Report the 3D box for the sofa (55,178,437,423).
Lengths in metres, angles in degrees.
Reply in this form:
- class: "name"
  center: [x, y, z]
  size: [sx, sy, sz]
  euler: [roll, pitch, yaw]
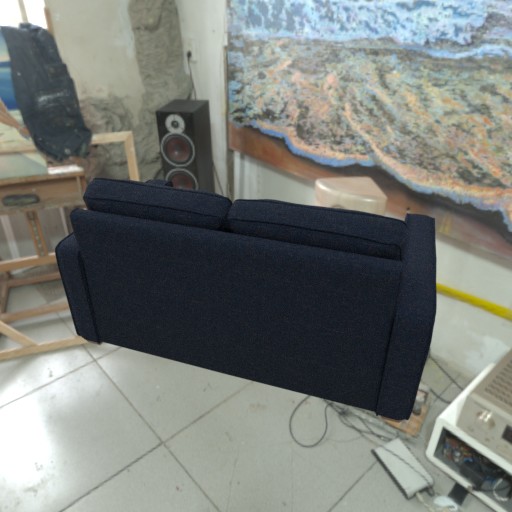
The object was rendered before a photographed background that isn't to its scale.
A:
- class: "sofa"
  center: [0.000, 0.000, 2.277]
  size: [1.709, 0.918, 0.947]
  euler: [10, 33, 16]
